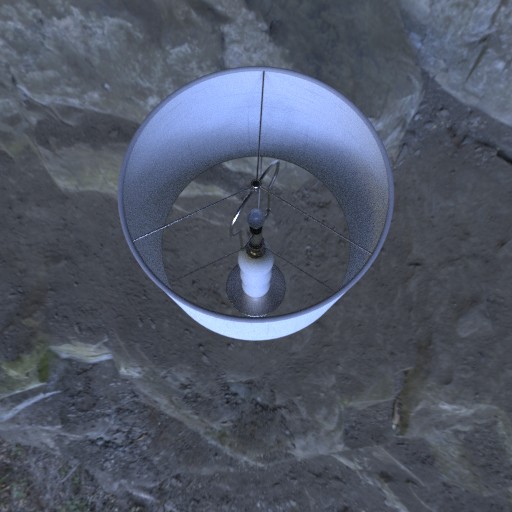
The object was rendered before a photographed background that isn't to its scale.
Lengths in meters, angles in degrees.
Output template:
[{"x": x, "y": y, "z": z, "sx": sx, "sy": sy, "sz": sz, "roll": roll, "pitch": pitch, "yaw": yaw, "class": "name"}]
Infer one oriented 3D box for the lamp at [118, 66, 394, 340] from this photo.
[{"x": 0.000, "y": 0.000, "z": 0.717, "sx": 0.280, "sy": 0.559, "sz": 0.282, "roll": 32, "pitch": 77, "yaw": 8, "class": "lamp"}]
